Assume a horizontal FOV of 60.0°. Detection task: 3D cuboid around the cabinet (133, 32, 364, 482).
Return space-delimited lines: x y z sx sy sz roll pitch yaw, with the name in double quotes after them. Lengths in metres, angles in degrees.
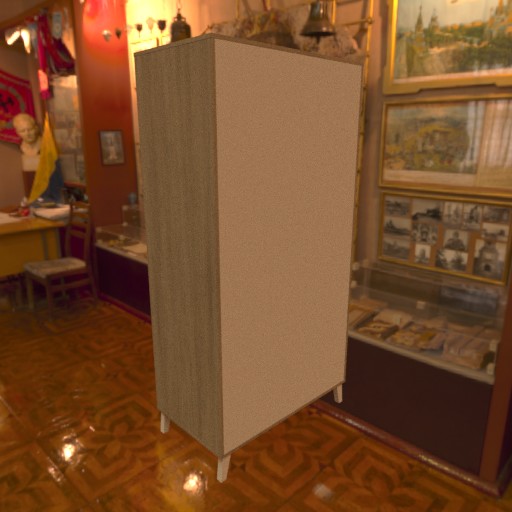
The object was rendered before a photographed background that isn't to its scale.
0.000 0.000 2.422 1.006 1.999 0.571 -14 21 -42 "cabinet"
